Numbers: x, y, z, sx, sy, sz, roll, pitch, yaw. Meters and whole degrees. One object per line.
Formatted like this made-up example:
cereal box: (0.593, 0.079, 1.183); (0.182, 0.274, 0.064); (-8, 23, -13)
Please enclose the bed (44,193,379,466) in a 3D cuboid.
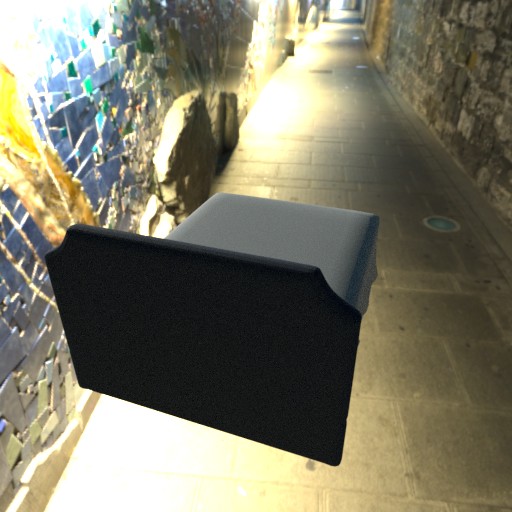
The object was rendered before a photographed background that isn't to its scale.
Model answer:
bed: (0.000, 0.000, 3.408); (1.831, 1.297, 2.260); (10, 32, 17)
